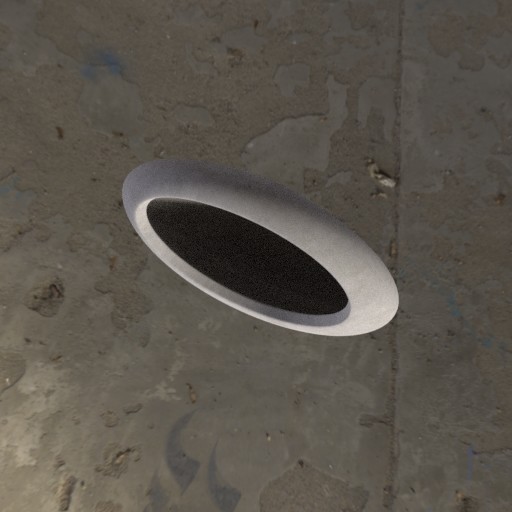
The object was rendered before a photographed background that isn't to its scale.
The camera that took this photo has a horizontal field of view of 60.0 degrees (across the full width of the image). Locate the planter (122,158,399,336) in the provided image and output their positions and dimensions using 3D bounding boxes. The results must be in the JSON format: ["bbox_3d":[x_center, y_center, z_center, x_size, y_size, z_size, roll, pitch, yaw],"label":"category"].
[{"bbox_3d":[0.000,0.000,0.287,0.185,0.188,0.071,25,77,6],"label":"planter"}]
